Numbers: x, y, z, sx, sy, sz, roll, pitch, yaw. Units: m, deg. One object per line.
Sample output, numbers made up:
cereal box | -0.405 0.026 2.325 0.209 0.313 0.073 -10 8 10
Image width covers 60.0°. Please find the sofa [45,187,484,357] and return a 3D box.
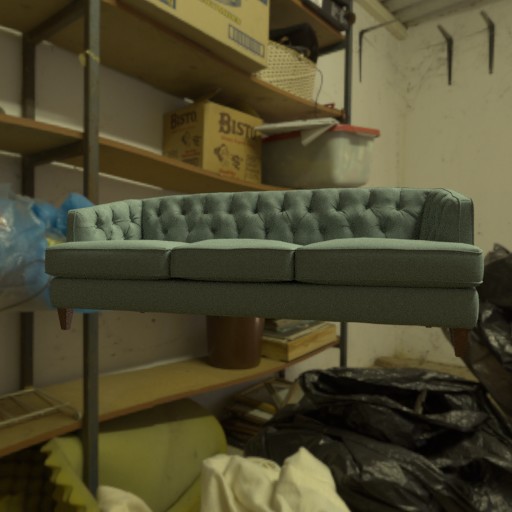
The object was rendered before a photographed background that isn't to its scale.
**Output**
sofa | 0.000 0.000 2.596 2.278 0.855 0.941 0 1 17
